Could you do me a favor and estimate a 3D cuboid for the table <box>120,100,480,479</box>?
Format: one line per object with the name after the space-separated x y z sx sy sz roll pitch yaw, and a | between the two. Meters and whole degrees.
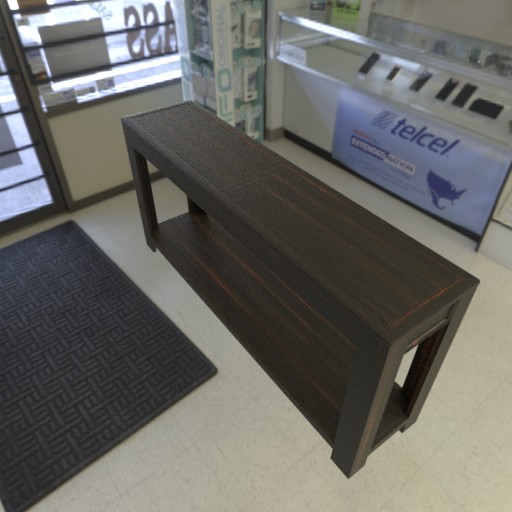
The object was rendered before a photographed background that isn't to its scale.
0.000 0.000 1.899 0.384 0.762 1.631 -25 47 -27 | table
